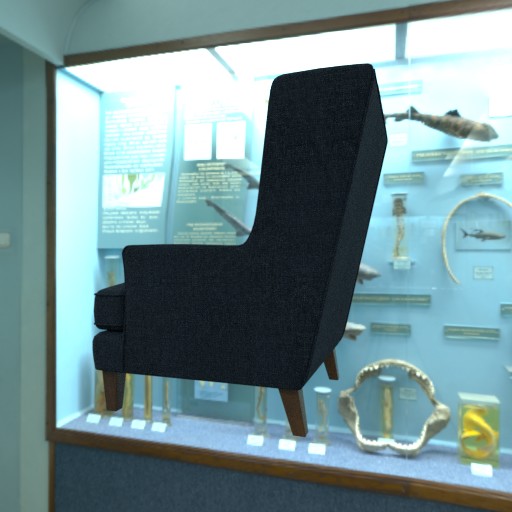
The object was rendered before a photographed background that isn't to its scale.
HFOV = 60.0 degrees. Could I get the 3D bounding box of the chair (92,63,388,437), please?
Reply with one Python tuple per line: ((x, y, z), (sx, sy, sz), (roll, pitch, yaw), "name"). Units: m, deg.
((0.000, 0.000, 1.714), (0.947, 1.072, 0.764), (0, 0, 19), "chair")
